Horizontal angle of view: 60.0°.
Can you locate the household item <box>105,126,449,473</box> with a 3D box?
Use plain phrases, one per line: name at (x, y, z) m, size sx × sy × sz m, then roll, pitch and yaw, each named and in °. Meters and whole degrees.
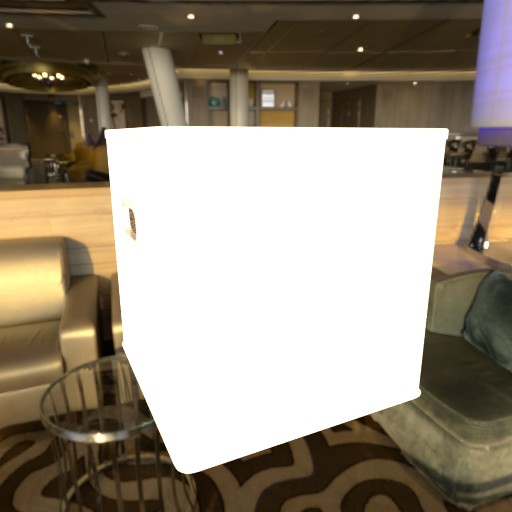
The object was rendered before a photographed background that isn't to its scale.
household item at (0.000, 0.000, 0.555) m, size 0.305 × 0.305 × 0.305 m, roll -7°, pitch 17°, yaw -25°
